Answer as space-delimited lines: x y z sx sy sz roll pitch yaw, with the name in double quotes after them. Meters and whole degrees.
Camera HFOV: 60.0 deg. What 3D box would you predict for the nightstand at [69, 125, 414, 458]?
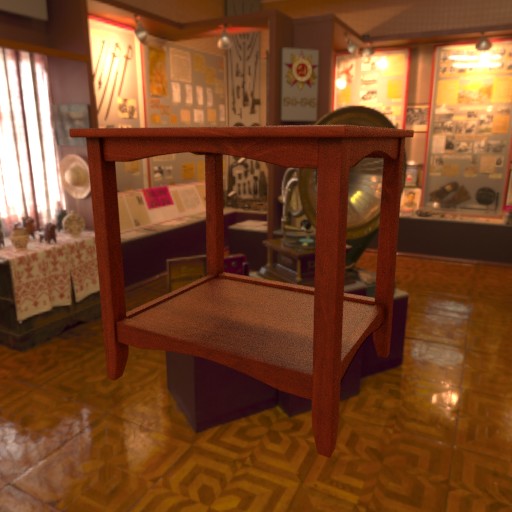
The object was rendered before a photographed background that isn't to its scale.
0.000 0.000 1.016 0.558 0.558 0.501 8 17 28 "nightstand"
